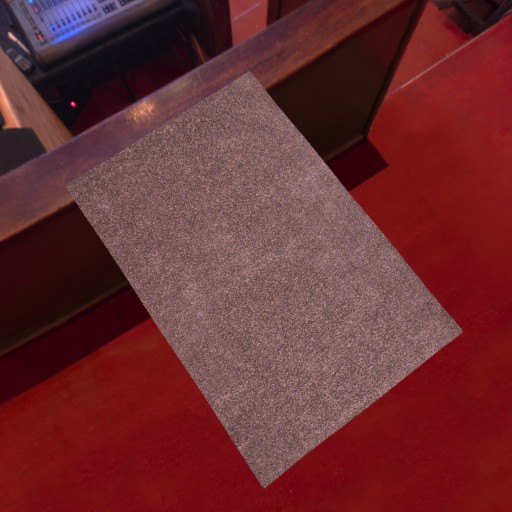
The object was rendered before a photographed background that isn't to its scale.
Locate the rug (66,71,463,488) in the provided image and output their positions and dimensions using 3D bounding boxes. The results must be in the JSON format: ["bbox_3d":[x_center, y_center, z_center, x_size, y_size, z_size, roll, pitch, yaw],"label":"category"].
[{"bbox_3d":[0.000,0.000,3.390,1.802,0.026,2.699,-35,79,-8],"label":"rug"}]
